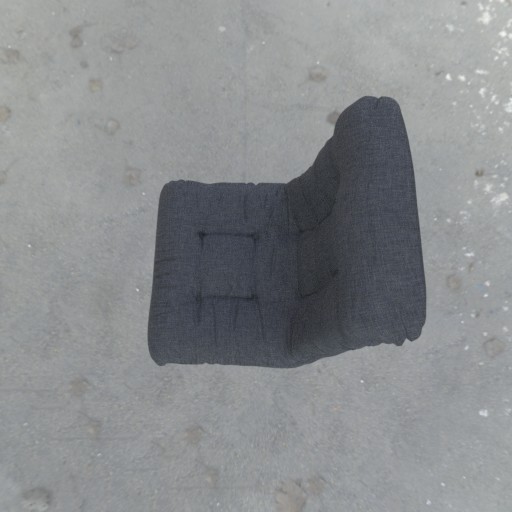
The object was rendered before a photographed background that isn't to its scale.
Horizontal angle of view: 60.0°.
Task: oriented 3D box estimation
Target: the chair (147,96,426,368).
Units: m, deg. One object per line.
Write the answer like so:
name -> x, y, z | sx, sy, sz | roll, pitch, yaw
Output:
chair -> 0.000, 0.000, 1.243 | 0.668, 0.749, 0.597 | 0, 74, 0
